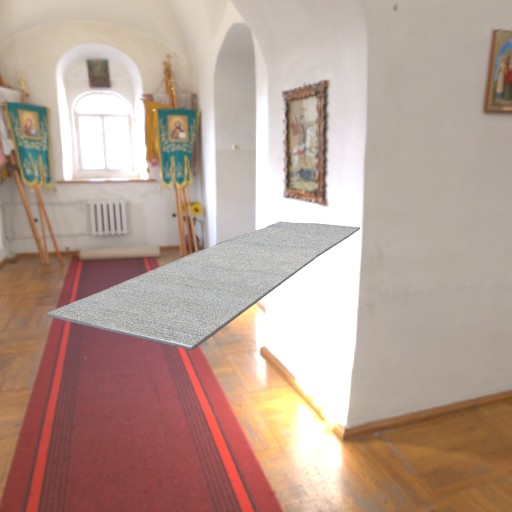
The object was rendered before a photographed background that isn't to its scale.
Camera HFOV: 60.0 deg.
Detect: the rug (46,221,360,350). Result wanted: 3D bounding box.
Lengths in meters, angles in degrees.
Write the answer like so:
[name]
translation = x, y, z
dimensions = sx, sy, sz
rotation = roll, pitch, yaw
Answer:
[rug]
translation = 0.000, 0.000, 2.589
dimensions = 0.675, 0.037, 2.341
rotation = 7, 16, 25
